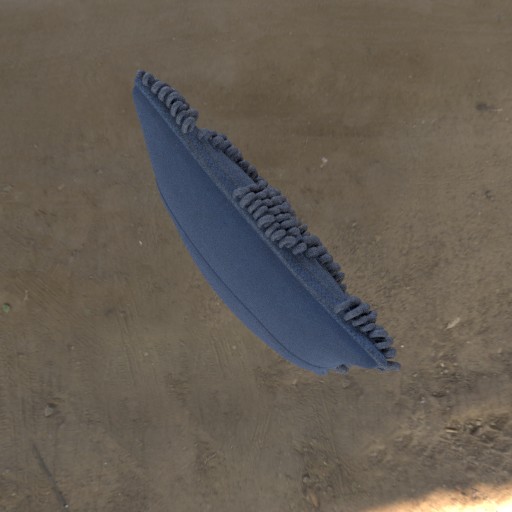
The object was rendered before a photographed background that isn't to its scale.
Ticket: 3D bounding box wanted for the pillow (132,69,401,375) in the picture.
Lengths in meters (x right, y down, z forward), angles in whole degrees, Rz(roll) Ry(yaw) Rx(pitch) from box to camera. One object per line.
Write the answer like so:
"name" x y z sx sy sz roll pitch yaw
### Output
"pillow" 0.000 0.000 0.718 0.172 0.466 0.469 -38 79 -9
